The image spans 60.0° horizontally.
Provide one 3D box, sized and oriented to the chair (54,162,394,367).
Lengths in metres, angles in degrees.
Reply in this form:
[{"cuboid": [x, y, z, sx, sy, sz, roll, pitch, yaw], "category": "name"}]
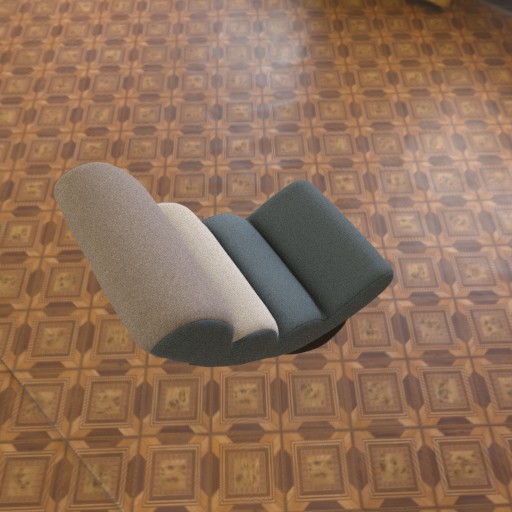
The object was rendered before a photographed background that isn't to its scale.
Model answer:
[{"cuboid": [0.000, 0.000, 1.067, 0.661, 0.641, 0.420, -30, 64, -16], "category": "chair"}]
